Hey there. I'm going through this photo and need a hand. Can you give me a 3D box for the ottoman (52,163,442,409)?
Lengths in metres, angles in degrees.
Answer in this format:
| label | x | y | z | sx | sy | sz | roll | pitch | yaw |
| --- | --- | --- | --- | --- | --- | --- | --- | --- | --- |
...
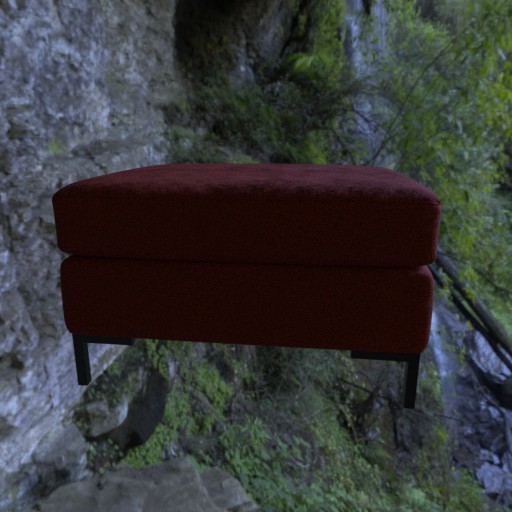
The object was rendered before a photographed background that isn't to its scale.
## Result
| label | x | y | z | sx | sy | sz | roll | pitch | yaw |
| --- | --- | --- | --- | --- | --- | --- | --- | --- | --- |
| ottoman | 0.000 | 0.000 | 1.186 | 0.782 | 0.462 | 0.650 | 2 | 16 | 7 |
